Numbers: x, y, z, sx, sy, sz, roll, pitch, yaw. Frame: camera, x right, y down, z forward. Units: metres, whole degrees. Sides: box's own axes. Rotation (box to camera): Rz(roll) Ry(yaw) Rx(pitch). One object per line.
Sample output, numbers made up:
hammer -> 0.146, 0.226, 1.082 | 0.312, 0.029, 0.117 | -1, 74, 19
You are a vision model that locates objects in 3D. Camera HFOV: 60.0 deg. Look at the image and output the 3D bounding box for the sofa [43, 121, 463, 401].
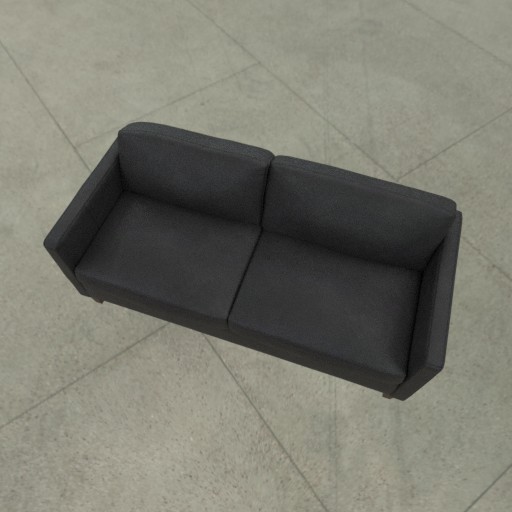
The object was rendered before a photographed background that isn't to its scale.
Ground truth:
sofa -> 0.000, 0.000, 2.429 | 1.971, 0.863, 0.933 | 16, 60, 10
